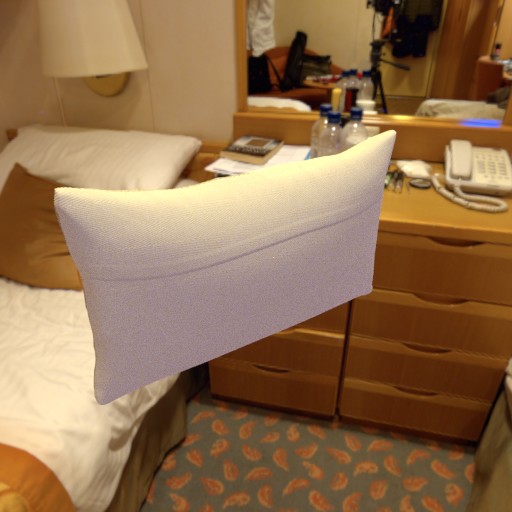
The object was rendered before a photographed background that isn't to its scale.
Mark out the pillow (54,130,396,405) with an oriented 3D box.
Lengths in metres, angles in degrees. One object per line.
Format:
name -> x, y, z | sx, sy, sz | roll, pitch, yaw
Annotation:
pillow -> 0.000, 0.000, 0.637 | 0.506, 0.305, 0.139 | -18, 34, -28
